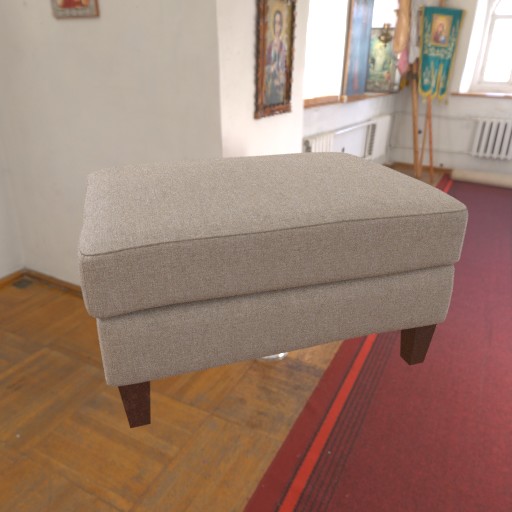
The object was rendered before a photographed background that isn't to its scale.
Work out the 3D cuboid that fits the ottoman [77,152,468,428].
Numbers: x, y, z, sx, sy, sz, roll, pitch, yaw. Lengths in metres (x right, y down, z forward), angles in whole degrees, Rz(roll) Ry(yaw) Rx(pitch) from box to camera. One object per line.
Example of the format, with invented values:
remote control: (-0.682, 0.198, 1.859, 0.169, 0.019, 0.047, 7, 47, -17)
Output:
ottoman: (0.000, 0.000, 1.288, 0.898, 0.519, 0.677, -8, 26, -16)
